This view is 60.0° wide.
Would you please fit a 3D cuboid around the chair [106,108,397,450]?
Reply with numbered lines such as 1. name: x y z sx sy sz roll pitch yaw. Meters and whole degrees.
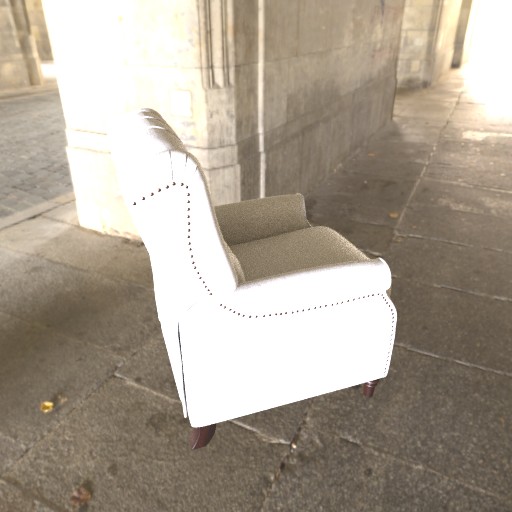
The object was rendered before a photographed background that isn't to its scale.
1. chair: 0.000 0.000 1.621 0.902 1.035 0.742 -9 30 -17
